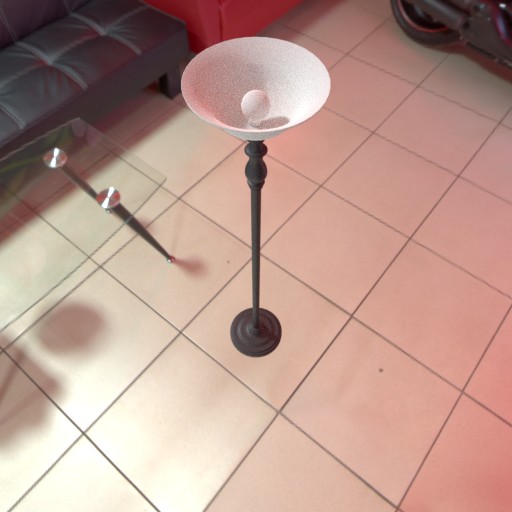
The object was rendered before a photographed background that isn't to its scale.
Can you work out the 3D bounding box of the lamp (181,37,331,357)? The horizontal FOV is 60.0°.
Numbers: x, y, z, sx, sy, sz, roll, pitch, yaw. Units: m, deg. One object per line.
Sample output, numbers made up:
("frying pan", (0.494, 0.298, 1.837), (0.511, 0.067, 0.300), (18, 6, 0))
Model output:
("lamp", (0.000, 0.000, 1.965), (0.405, 1.797, 0.405), (-16, 59, -10))
